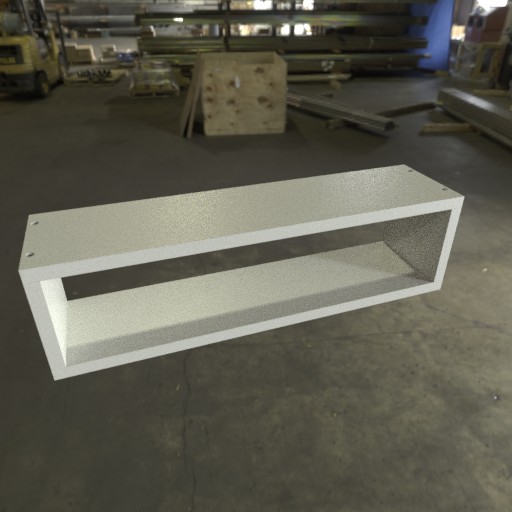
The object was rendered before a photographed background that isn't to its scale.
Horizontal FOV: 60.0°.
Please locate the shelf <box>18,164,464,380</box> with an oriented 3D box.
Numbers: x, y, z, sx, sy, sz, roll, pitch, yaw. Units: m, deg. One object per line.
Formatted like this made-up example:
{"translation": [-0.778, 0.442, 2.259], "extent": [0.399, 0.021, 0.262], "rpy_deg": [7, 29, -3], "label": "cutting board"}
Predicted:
{"translation": [0.000, 0.000, 0.680], "extent": [0.610, 0.170, 0.150], "rpy_deg": [-10, 33, -17], "label": "shelf"}
